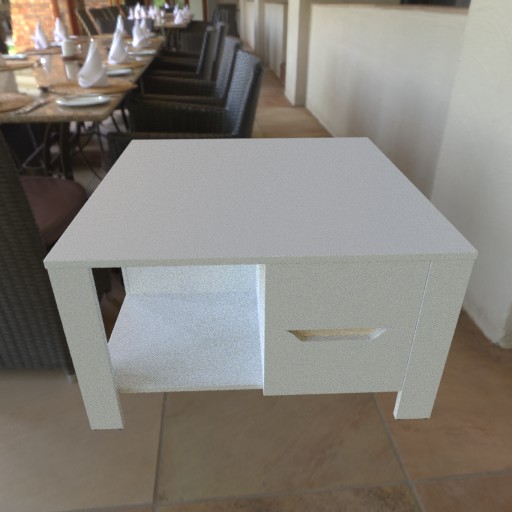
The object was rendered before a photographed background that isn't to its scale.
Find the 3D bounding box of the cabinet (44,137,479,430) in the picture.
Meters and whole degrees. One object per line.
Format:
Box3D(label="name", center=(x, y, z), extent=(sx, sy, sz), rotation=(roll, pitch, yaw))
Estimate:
Box3D(label="cabinet", center=(0.000, 0.000, 1.273), extent=(0.800, 0.460, 0.800), rotation=(-1, 30, -2))
